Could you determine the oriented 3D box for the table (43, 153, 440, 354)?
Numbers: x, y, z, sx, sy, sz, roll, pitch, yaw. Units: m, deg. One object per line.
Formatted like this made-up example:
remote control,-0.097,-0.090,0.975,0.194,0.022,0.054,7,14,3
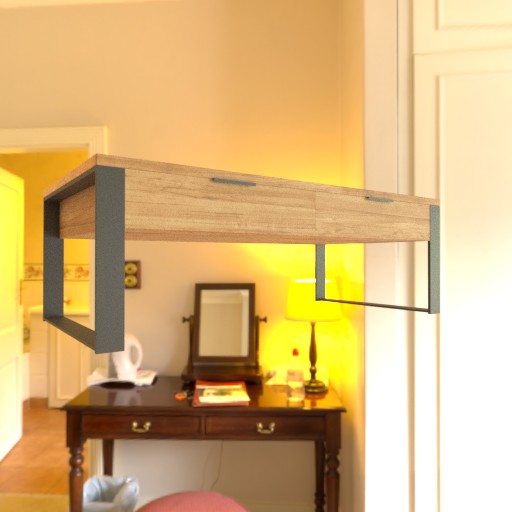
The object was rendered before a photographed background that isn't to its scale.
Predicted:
table,0.000,0.000,1.454,1.180,0.400,0.590,0,-1,-35
